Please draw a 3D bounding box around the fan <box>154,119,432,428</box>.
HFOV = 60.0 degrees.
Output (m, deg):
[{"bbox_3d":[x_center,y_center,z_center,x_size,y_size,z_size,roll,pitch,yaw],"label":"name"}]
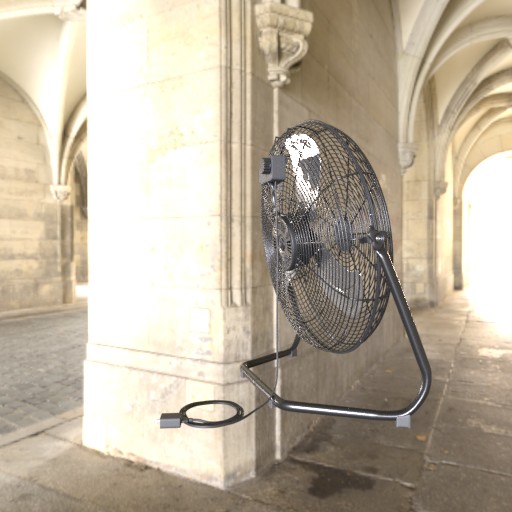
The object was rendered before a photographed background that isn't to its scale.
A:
[{"bbox_3d":[0.000,0.000,0.990,0.470,0.605,0.595,0,1,-17],"label":"fan"}]
